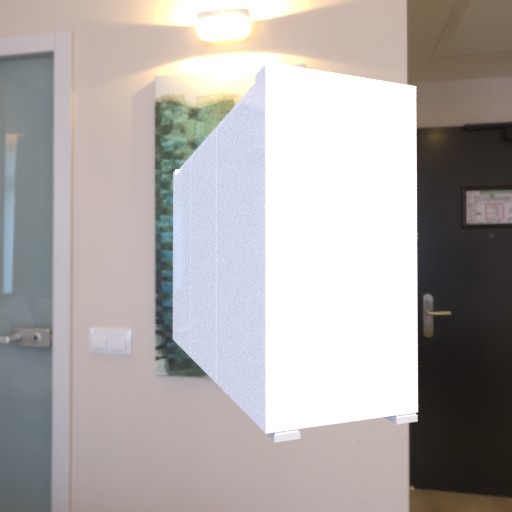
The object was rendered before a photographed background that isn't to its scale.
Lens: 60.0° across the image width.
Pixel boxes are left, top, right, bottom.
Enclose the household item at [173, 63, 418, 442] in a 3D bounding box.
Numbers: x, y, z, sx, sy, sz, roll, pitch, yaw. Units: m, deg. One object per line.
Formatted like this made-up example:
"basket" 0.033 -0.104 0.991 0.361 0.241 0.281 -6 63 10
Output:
"household item" 0.000 0.000 1.688 0.420 0.867 1.300 0 -1 -20
